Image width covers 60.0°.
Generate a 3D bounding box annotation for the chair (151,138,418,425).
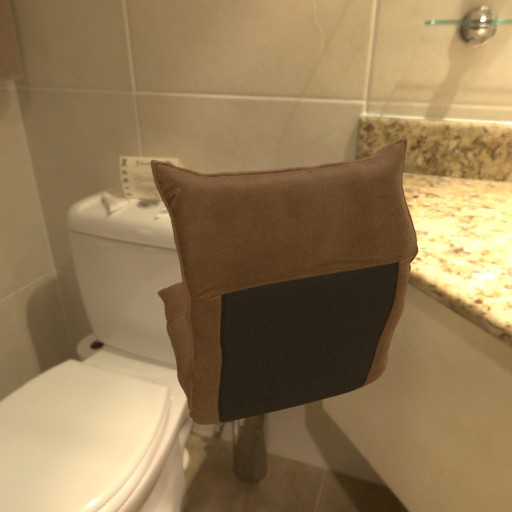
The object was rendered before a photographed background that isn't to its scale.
[{"bbox_3d":[0.000,0.000,1.585,0.714,0.892,0.985,-8,27,-16],"label":"chair"}]
